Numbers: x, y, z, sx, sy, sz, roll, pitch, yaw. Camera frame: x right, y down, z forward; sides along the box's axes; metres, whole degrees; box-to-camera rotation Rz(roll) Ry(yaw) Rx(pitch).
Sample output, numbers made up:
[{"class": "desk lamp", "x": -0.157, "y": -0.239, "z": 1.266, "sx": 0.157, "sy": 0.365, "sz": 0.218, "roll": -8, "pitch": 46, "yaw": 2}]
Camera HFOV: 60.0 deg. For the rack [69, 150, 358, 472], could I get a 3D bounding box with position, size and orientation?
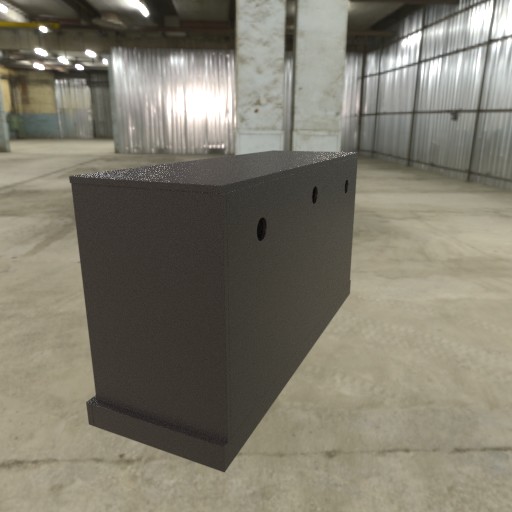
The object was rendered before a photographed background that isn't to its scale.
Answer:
[{"class": "rack", "x": 0.000, "y": 0.000, "z": 1.503, "sx": 0.399, "sy": 0.635, "sz": 1.206, "roll": 7, "pitch": 18, "yaw": 24}]
